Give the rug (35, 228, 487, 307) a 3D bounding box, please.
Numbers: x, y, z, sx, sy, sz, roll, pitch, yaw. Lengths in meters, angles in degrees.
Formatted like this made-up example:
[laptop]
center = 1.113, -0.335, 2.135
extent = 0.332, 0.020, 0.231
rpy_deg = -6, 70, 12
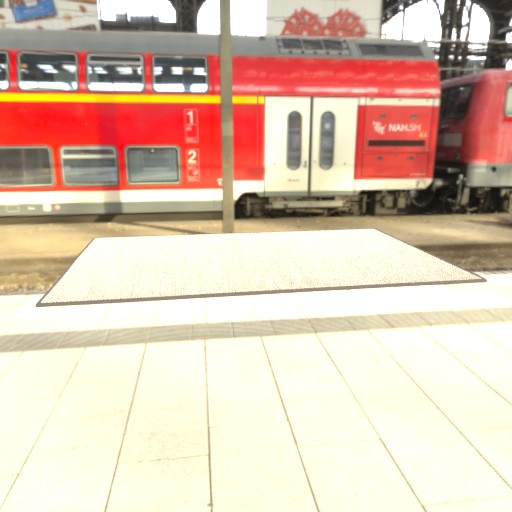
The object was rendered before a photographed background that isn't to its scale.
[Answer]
[rug]
center = 0.000, 0.000, 2.113
extent = 1.676, 0.013, 1.067
rpy_deg = -2, 15, -9
